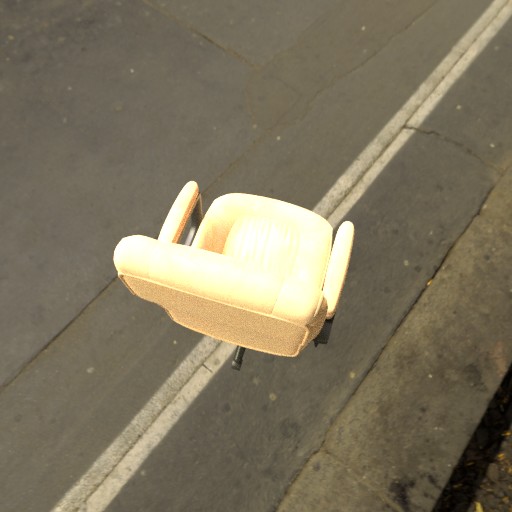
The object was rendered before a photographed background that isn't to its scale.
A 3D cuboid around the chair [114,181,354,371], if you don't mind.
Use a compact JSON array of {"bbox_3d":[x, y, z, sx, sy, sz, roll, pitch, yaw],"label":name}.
[{"bbox_3d":[0.000,0.000,1.591,0.667,1.105,0.724,15,66,7],"label":"chair"}]
